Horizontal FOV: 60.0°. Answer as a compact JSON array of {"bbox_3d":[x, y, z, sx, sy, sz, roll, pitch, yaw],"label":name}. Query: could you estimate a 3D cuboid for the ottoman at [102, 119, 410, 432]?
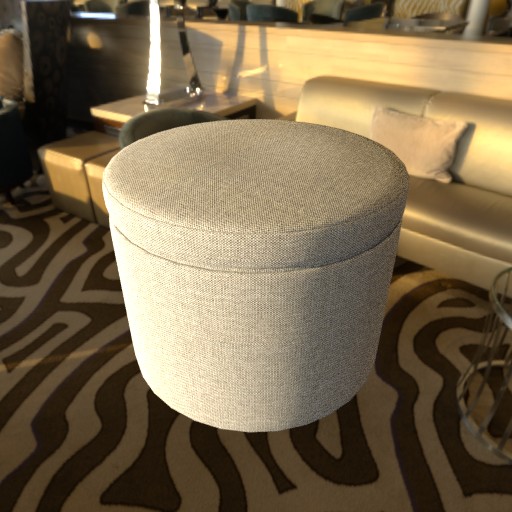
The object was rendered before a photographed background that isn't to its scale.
[{"bbox_3d":[0.000,0.000,0.844,0.500,0.419,0.500,0,32,0],"label":"ottoman"}]
